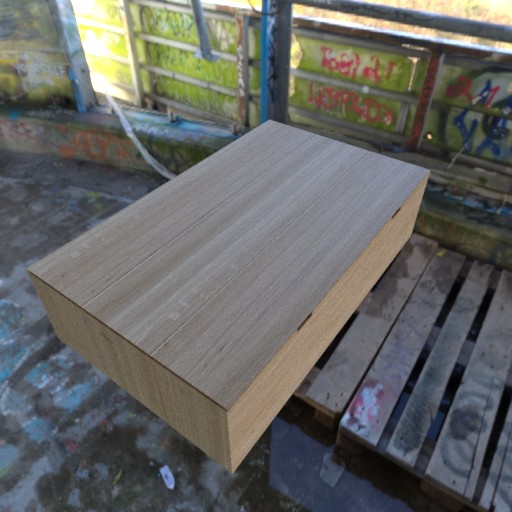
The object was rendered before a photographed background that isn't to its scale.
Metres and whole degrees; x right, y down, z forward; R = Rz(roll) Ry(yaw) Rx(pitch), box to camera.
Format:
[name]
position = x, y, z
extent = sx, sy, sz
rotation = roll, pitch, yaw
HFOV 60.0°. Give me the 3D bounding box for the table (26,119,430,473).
[table]
position = 0.000, 0.000, 1.458
extent = 0.678, 0.353, 1.110
rotation = 26, 48, 26
